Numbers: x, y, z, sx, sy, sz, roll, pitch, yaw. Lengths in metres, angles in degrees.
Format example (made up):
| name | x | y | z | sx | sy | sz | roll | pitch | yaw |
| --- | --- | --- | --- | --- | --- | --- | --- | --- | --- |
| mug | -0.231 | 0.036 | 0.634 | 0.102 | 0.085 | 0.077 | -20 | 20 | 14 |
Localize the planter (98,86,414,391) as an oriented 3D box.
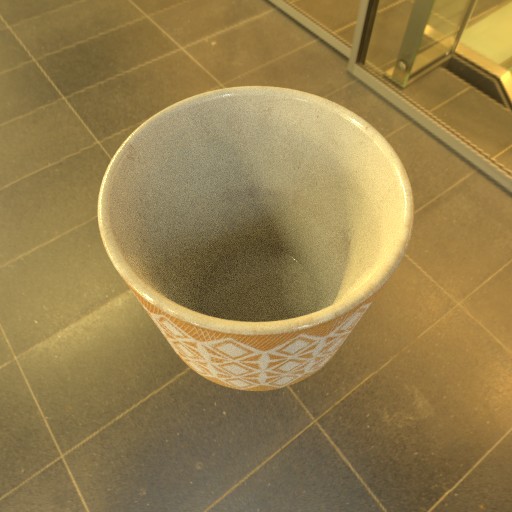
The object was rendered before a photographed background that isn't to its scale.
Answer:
| name | x | y | z | sx | sy | sz | roll | pitch | yaw |
| --- | --- | --- | --- | --- | --- | --- | --- | --- | --- |
| planter | 0.000 | 0.000 | 0.343 | 0.193 | 0.165 | 0.193 | 0 | 58 | 0 |
